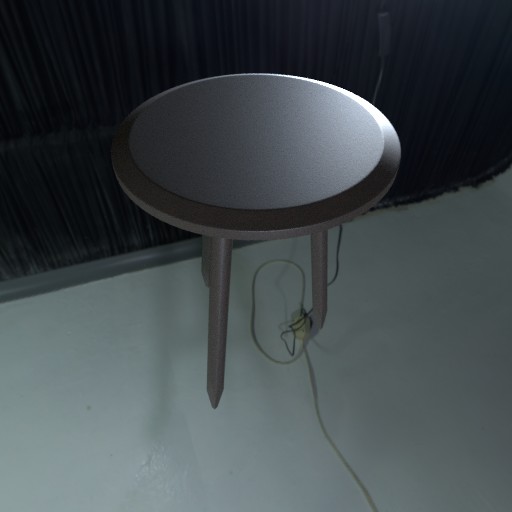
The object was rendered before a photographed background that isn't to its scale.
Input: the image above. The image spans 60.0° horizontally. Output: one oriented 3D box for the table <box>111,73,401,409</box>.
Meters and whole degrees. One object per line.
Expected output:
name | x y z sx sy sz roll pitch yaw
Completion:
table | 0.000 0.000 0.920 0.457 0.585 0.457 0 46 0
